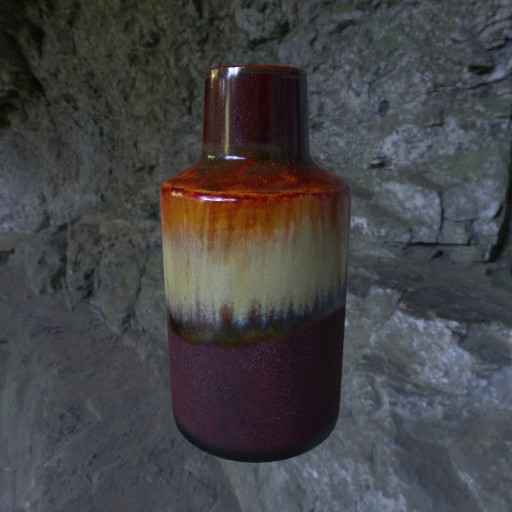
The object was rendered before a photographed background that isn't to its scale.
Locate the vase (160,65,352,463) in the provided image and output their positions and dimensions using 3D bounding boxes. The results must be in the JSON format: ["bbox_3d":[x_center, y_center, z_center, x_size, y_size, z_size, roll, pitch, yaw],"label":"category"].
[{"bbox_3d":[0.000,0.000,0.263,0.108,0.204,0.108,0,16,0],"label":"vase"}]
